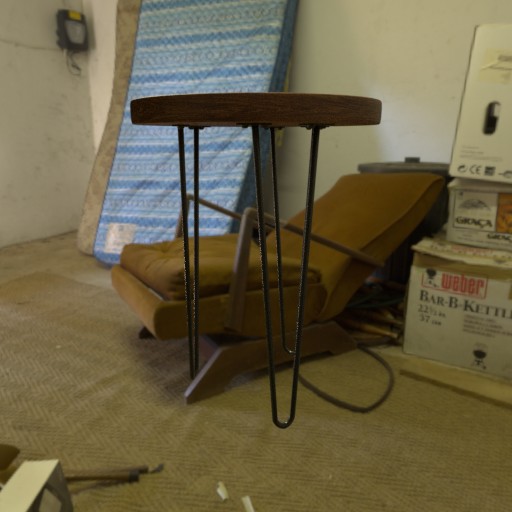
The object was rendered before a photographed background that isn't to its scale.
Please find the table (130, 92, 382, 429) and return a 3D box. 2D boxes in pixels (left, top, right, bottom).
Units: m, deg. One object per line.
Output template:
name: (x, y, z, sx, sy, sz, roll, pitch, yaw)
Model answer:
table: (0.000, 0.000, 0.796, 0.400, 0.520, 0.400, 0, 15, 0)
